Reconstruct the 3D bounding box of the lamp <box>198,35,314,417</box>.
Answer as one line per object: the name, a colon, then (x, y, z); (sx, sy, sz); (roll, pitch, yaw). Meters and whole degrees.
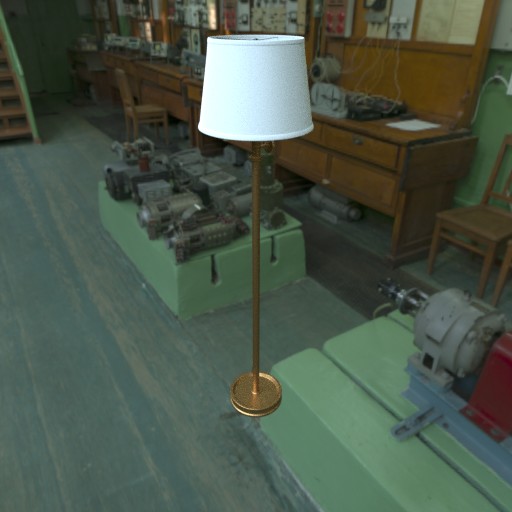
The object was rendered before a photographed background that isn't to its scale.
lamp: (0.000, 0.000, 0.802); (0.178, 0.710, 0.178); (0, 29, 0)
